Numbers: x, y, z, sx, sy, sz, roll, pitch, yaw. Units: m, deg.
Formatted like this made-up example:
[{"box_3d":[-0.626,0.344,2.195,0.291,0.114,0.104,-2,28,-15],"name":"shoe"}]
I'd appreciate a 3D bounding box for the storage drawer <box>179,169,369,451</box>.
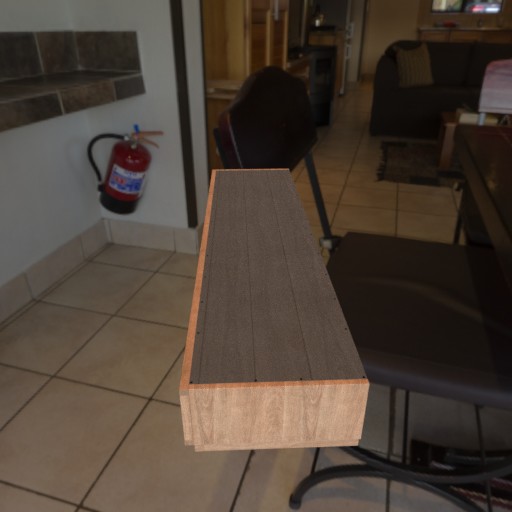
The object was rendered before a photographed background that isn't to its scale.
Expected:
[{"box_3d":[0.000,0.000,2.160,0.538,0.264,2.032,-1,28,-2],"name":"storage drawer"}]
